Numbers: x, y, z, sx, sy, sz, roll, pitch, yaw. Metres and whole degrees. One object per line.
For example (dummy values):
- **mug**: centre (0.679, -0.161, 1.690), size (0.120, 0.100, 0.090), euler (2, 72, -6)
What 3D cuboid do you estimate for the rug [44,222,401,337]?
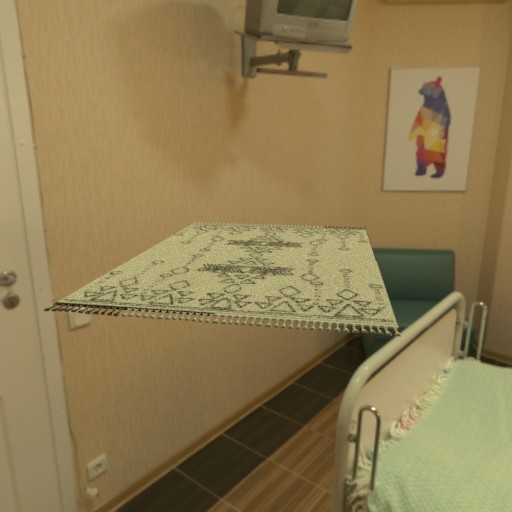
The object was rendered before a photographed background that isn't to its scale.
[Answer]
- **rug**: centre (0.000, 0.000, 3.022), size (1.600, 0.013, 2.312), euler (3, 15, 10)
